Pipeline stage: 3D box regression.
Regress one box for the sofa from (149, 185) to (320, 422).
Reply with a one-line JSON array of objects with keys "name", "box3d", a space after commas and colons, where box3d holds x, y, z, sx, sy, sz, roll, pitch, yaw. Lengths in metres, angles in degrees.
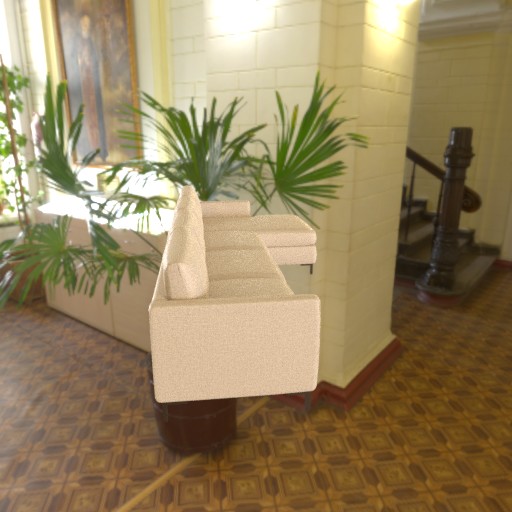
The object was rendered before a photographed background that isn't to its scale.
[{"name": "sofa", "box3d": [0.000, 0.000, 3.227, 1.258, 0.755, 2.731, -2, 16, -7]}]
